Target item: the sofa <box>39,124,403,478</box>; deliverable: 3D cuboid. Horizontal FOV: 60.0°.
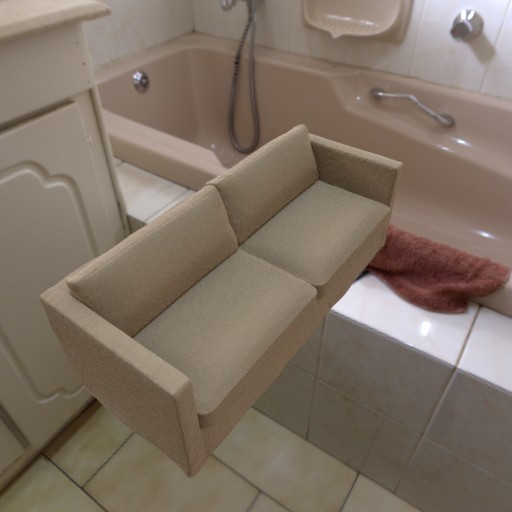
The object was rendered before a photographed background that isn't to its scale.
[{"bbox_3d":[0.000,0.000,2.805,0.962,0.853,2.312,26,48,27],"label":"sofa"}]
